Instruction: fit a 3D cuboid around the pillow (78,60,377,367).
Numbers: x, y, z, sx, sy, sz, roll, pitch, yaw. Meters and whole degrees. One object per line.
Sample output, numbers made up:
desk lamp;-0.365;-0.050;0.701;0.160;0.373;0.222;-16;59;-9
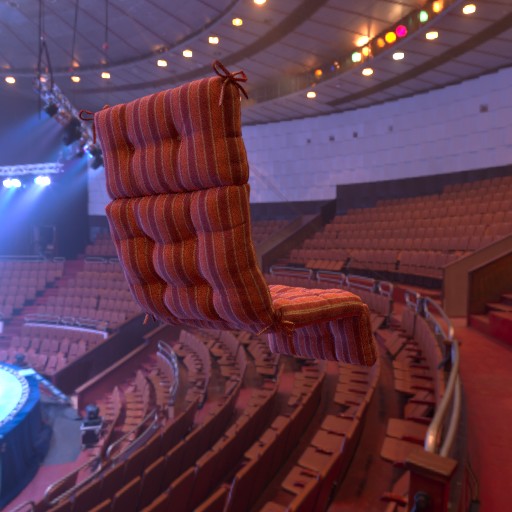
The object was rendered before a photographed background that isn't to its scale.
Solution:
pillow;0.000;0.000;1.495;0.526;0.863;1.016;0;0;35
